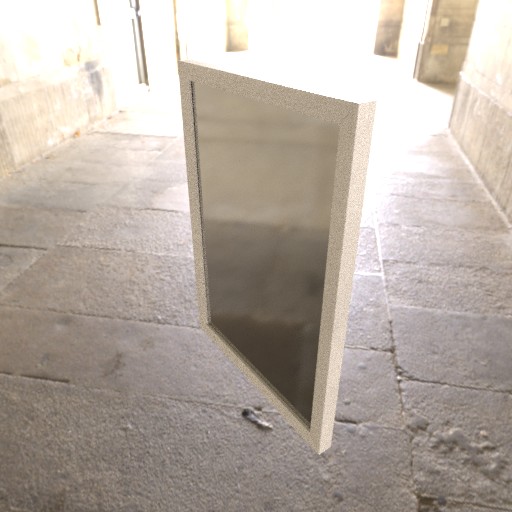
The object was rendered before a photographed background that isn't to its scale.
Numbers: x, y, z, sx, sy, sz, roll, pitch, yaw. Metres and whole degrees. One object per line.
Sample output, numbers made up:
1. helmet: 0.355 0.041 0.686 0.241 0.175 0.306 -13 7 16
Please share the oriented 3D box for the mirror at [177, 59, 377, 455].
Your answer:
1. mirror: 0.000 0.000 0.932 0.040 0.710 0.507 -20 36 -30
